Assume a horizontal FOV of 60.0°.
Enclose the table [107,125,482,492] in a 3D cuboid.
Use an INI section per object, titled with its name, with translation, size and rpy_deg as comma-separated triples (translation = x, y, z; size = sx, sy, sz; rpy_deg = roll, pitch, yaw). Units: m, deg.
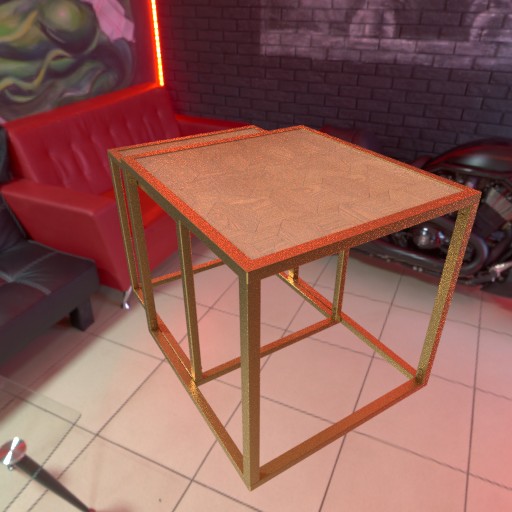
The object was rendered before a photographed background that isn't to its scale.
[table]
translation = 0.000, 0.000, 1.105
size = 0.505, 0.505, 0.762
rpy_deg = -18, 36, -27
